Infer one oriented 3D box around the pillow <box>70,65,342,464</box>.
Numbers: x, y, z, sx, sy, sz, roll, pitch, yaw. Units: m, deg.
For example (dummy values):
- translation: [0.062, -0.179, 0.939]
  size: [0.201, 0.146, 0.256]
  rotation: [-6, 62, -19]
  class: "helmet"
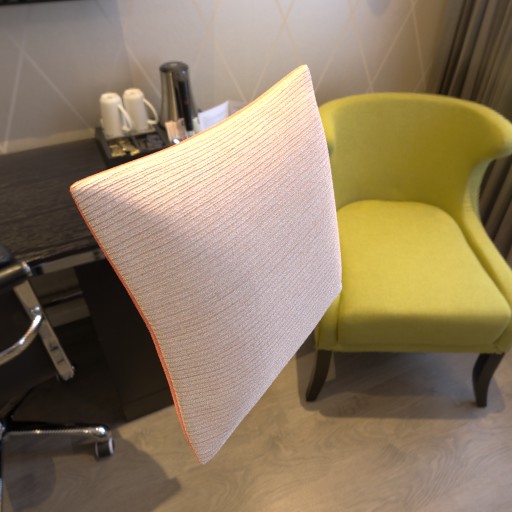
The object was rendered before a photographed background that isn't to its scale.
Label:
- translation: [0.000, 0.000, 0.631]
  size: [0.177, 0.401, 0.424]
  rotation: [24, 46, 26]
  class: "pillow"
